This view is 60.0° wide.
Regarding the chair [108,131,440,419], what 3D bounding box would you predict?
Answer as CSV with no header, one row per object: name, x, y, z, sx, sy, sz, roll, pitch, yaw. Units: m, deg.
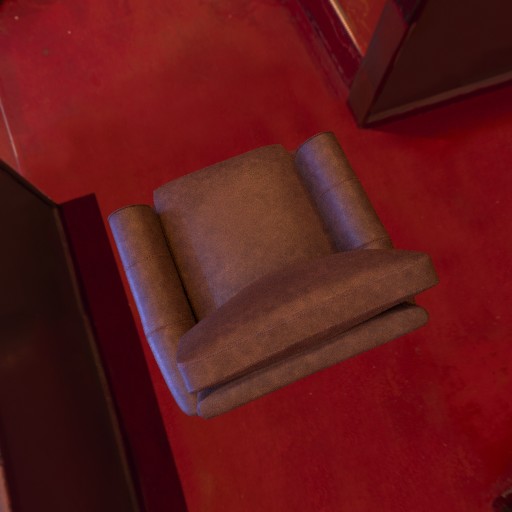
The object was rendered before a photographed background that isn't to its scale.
chair,0.000,0.000,1.792,0.996,0.976,1.002,-22,76,-6
